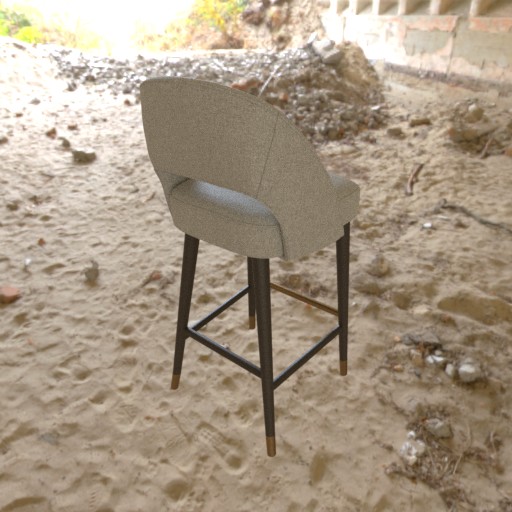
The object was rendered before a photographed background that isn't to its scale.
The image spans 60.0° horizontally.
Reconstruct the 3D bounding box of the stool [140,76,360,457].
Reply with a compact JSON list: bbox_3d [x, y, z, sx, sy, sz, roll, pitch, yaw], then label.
[{"bbox_3d":[0.000,0.000,1.317,0.494,1.037,0.509,21,35,33],"label":"stool"}]
